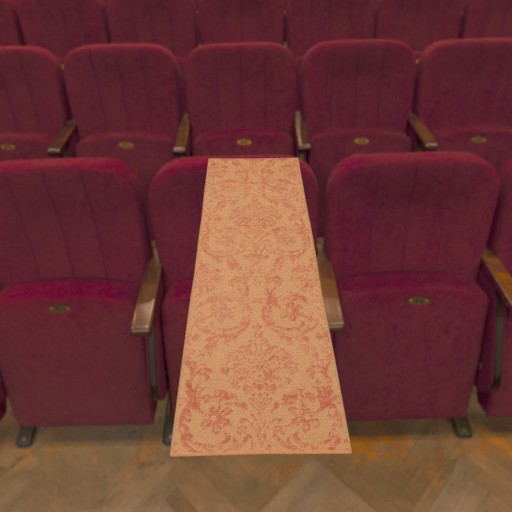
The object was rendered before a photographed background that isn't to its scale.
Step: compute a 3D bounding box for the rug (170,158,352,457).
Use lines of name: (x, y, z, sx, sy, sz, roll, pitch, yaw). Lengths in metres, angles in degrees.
rug: (0.000, 0.000, 2.433, 0.662, 0.011, 2.196, -1, 41, -1)
